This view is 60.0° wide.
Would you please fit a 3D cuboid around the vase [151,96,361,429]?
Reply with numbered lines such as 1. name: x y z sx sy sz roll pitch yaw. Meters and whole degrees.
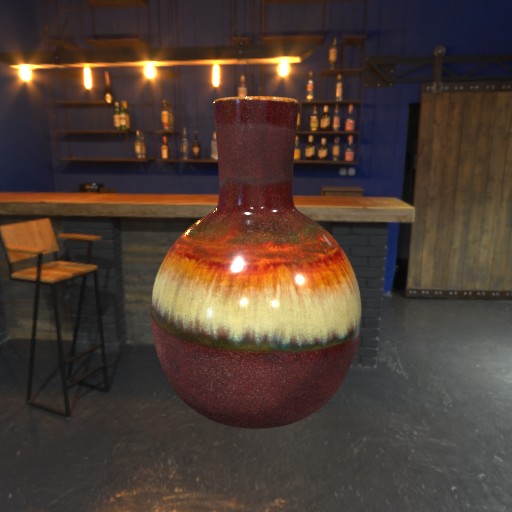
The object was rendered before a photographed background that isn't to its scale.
1. vase: 0.000 0.000 0.233 0.111 0.154 0.111 0 14 0
